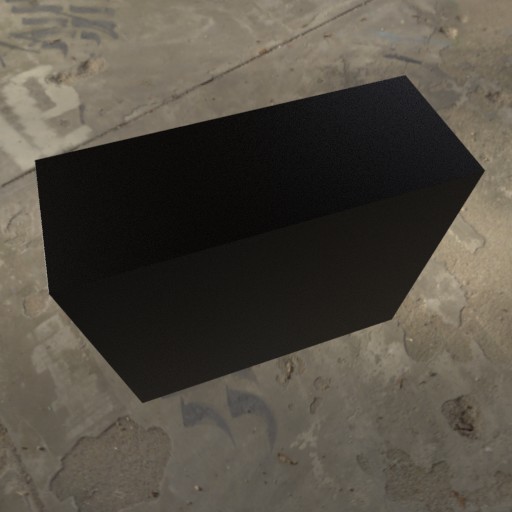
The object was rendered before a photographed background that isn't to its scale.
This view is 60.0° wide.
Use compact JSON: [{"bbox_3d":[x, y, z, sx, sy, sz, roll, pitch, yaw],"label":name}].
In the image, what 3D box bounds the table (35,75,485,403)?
[{"bbox_3d":[0.000,0.000,1.319,0.930,0.790,0.380,-16,59,-10],"label":"table"}]
